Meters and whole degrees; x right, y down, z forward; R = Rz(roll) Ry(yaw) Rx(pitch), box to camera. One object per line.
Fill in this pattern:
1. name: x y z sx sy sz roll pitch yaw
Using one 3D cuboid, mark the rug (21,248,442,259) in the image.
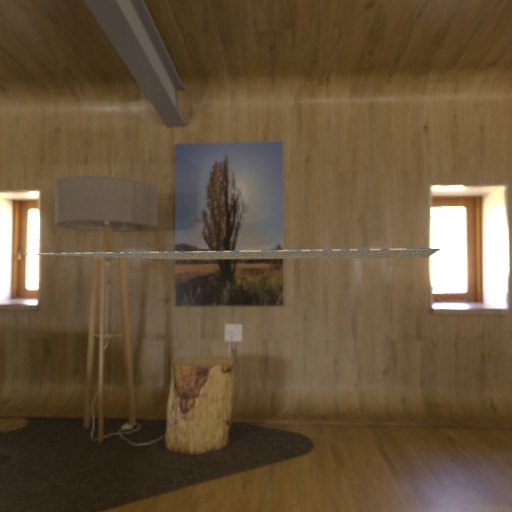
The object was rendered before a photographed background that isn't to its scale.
1. rug: 0.000 0.000 4.061 3.007 0.007 2.435 0 -1 19
